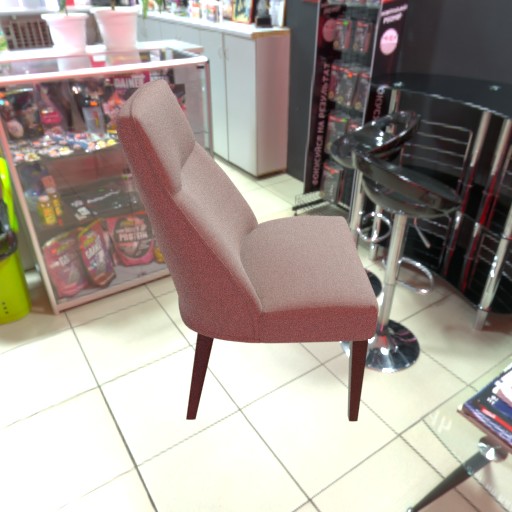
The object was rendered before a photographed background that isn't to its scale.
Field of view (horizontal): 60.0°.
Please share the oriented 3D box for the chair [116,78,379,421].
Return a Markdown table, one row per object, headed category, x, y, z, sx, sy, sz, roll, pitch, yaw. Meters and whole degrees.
| category | x | y | z | sx | sy | sz | roll | pitch | yaw |
| --- | --- | --- | --- | --- | --- | --- | --- | --- | --- |
| chair | 0.000 | 0.000 | 1.296 | 0.620 | 0.930 | 0.500 | 0 | 33 | -1 |
